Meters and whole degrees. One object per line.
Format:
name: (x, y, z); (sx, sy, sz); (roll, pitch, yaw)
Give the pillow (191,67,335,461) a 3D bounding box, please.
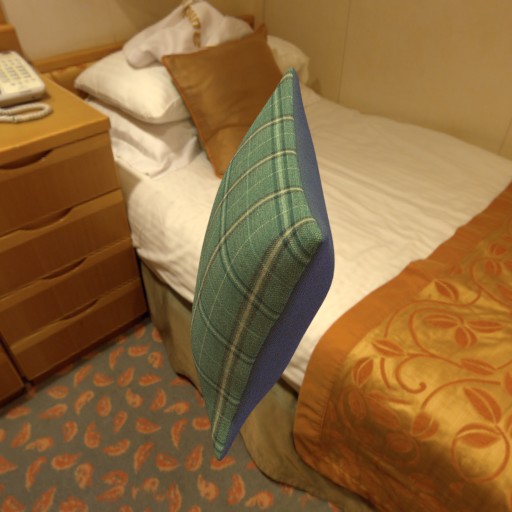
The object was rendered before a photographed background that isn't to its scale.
pillow: (0.000, 0.000, 0.690); (0.200, 0.430, 0.453); (0, 41, 0)
